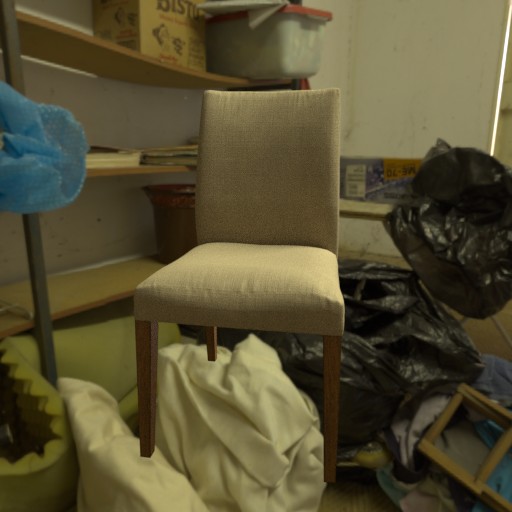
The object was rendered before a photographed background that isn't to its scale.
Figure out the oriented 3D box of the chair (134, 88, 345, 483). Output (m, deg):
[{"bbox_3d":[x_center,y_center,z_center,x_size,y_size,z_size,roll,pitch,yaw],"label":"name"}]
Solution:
[{"bbox_3d":[0.000,0.000,1.255,0.496,0.940,0.585,3,15,10],"label":"chair"}]
